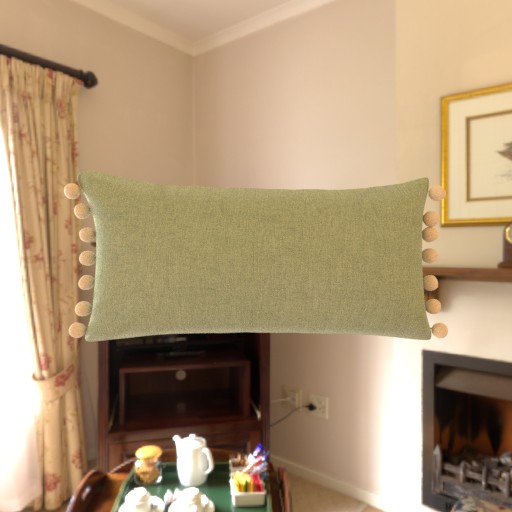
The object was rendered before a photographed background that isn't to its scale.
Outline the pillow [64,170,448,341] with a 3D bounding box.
[{"bbox_3d":[0.000,0.000,0.833,0.709,0.322,0.201,0,0,0],"label":"pillow"}]
